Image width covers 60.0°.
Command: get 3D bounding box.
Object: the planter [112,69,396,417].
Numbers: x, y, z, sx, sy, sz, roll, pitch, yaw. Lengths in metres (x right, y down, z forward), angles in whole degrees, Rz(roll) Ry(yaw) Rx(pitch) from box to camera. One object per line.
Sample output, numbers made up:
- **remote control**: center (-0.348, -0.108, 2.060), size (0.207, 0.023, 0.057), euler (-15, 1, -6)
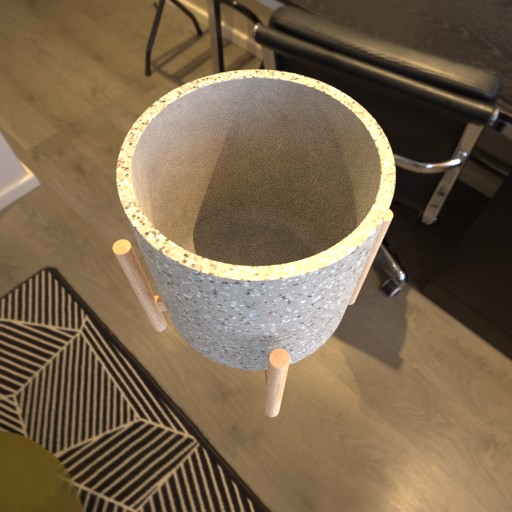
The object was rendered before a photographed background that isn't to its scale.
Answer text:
- **planter**: center (0.000, 0.000, 0.666), size (0.360, 0.419, 0.360), euler (12, 60, 7)
